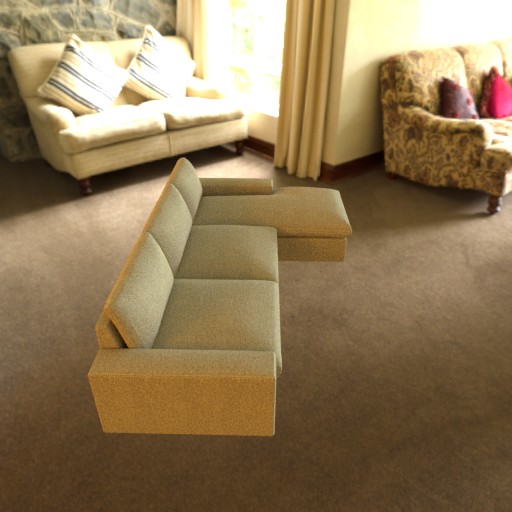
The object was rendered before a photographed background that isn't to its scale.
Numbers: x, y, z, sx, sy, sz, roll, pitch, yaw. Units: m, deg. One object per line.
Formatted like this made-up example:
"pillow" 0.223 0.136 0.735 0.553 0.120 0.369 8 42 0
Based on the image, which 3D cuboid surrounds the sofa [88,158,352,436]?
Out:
"sofa" 0.000 0.000 3.487 1.689 0.813 2.718 1 32 1
